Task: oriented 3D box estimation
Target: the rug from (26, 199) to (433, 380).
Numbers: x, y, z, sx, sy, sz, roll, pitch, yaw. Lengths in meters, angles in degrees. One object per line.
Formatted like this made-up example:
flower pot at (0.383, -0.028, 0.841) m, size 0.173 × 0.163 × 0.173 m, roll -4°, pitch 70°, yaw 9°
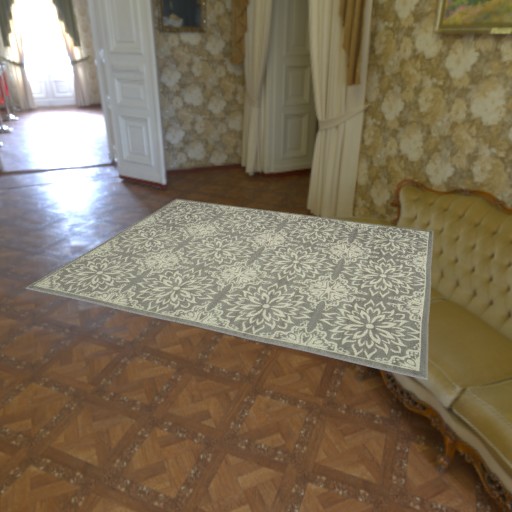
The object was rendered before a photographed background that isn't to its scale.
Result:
rug at (0.000, 0.000, 3.999) m, size 2.980 × 0.012 × 2.363 m, roll 9°, pitch 27°, yaw 18°
